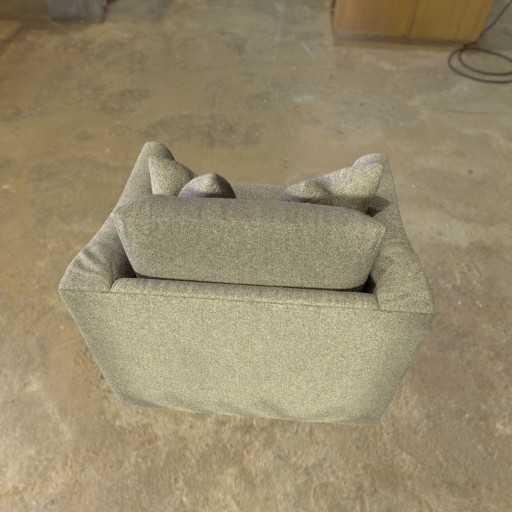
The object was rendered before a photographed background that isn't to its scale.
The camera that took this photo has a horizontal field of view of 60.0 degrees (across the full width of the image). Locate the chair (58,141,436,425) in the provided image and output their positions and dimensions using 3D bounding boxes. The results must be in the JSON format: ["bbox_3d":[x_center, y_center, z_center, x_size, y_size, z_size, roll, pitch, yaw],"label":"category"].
[{"bbox_3d":[0.000,0.000,1.959,1.194,1.059,1.071,3,48,3],"label":"chair"}]
